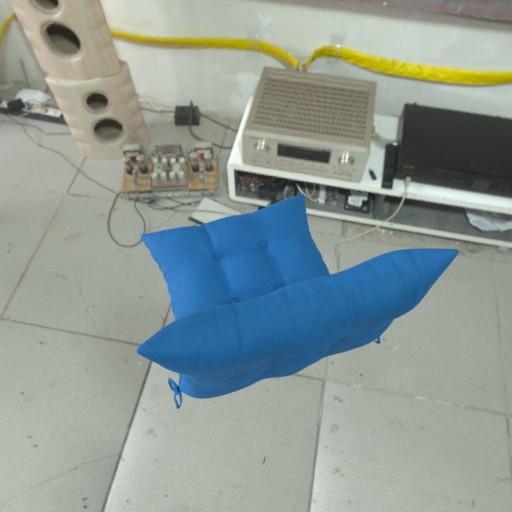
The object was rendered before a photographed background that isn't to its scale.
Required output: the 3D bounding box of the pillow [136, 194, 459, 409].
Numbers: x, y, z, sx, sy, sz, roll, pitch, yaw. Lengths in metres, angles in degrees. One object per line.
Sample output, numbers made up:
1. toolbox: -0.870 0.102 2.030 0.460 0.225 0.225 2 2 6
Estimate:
1. pillow: 0.000 0.000 0.986 0.541 0.536 0.585 -16 60 -9
